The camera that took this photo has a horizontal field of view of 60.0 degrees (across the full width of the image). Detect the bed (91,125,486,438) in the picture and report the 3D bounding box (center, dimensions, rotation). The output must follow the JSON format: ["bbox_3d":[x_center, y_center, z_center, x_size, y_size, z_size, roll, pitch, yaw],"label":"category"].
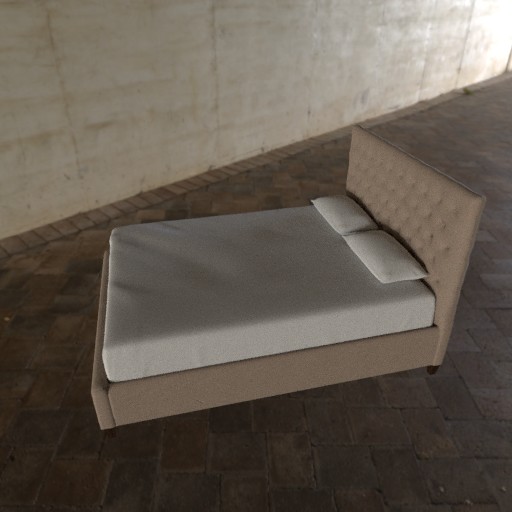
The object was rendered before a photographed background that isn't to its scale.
[{"bbox_3d":[0.000,0.000,3.359,2.387,1.427,1.698,-7,32,-12],"label":"bed"}]
